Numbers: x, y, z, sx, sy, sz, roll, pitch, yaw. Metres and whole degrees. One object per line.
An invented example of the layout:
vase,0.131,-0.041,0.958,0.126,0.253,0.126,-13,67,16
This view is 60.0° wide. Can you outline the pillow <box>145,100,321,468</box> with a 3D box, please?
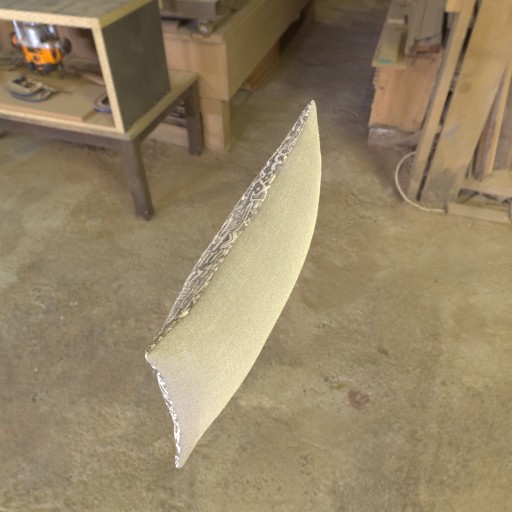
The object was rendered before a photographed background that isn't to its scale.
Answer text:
pillow,0.000,0.000,0.751,0.148,0.290,0.631,15,47,15
